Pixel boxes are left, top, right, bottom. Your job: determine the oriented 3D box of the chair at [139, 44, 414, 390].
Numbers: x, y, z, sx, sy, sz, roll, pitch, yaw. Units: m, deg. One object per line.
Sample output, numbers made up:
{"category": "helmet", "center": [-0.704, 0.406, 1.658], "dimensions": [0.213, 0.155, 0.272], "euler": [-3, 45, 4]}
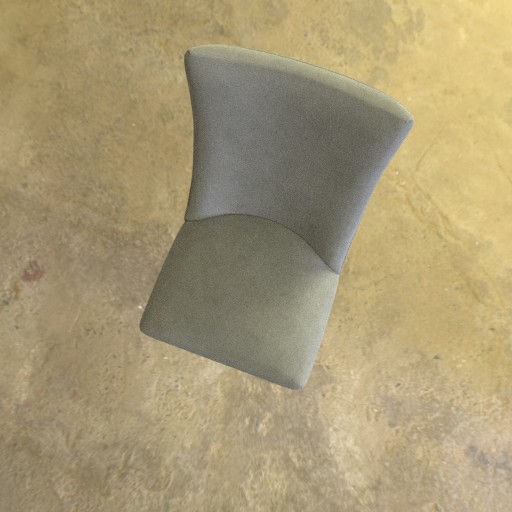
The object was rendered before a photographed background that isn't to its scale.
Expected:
{"category": "chair", "center": [0.000, 0.000, 1.233], "dimensions": [0.495, 0.902, 0.610], "euler": [19, 76, 5]}
